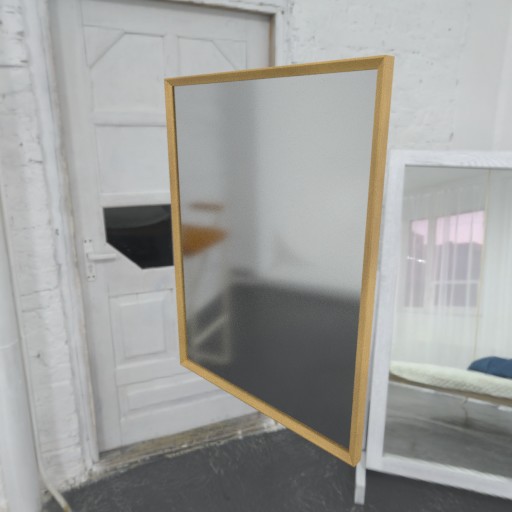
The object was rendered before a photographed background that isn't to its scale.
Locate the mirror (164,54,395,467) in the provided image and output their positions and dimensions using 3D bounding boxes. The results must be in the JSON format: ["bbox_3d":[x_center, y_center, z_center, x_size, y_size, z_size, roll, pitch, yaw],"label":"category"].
[{"bbox_3d":[0.000,0.000,1.305,0.762,1.016,0.041,16,23,41],"label":"mirror"}]
